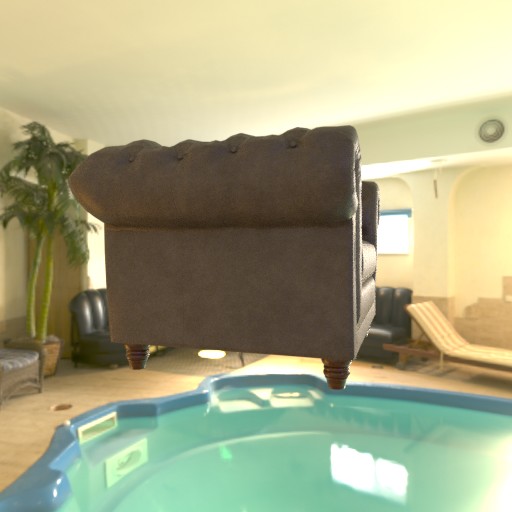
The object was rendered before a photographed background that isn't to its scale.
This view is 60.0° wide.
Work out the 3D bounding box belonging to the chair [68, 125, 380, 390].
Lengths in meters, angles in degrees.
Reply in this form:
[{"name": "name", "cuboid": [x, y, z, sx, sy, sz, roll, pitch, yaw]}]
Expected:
[{"name": "chair", "cuboid": [0.000, 0.000, 1.856, 0.943, 0.780, 1.298, 0, 1, 18]}]
